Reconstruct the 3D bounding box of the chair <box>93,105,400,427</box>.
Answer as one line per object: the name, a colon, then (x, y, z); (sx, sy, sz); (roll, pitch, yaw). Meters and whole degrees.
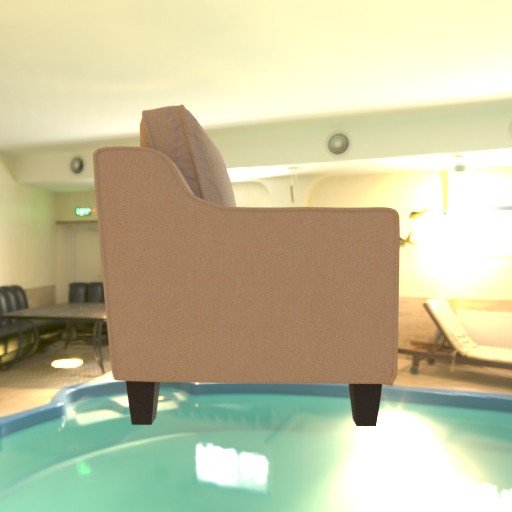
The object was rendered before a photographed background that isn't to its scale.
chair: (0.000, 0.000, 1.659); (0.882, 0.948, 0.922); (0, 1, 1)
